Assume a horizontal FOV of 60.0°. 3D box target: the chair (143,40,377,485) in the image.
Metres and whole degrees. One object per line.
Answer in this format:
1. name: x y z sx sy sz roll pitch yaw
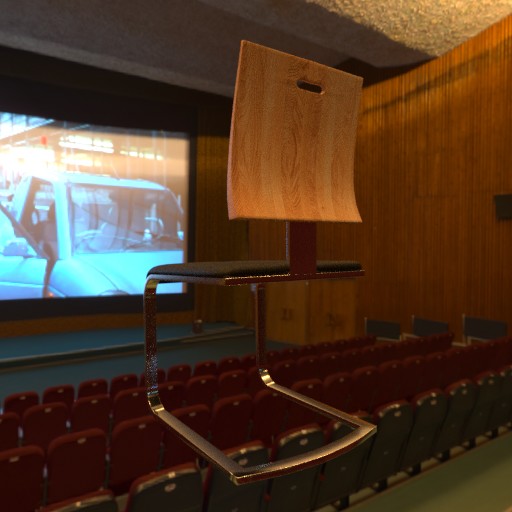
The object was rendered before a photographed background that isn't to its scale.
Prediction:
1. chair: 0.000 0.000 1.237 0.462 0.936 0.560 -1 2 -36
